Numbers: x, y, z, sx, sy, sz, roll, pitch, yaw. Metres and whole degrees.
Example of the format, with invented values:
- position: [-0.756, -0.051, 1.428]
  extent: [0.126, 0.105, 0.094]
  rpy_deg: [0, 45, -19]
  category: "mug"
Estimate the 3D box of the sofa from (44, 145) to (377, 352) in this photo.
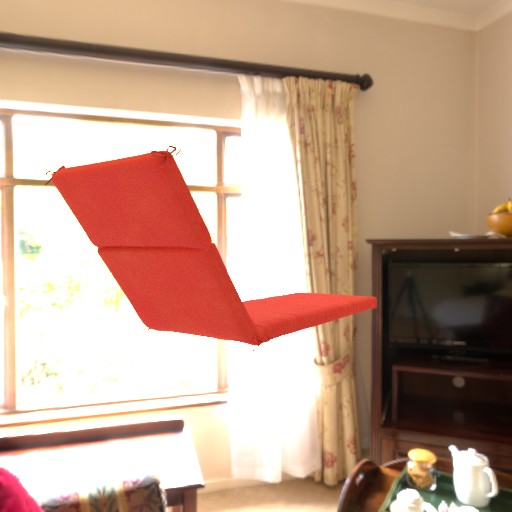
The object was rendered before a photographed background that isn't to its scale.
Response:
- position: [0.000, 0.000, 1.959]
  extent: [0.582, 0.622, 1.663]
  rpy_deg: [1, 1, 35]
  category: "sofa"
